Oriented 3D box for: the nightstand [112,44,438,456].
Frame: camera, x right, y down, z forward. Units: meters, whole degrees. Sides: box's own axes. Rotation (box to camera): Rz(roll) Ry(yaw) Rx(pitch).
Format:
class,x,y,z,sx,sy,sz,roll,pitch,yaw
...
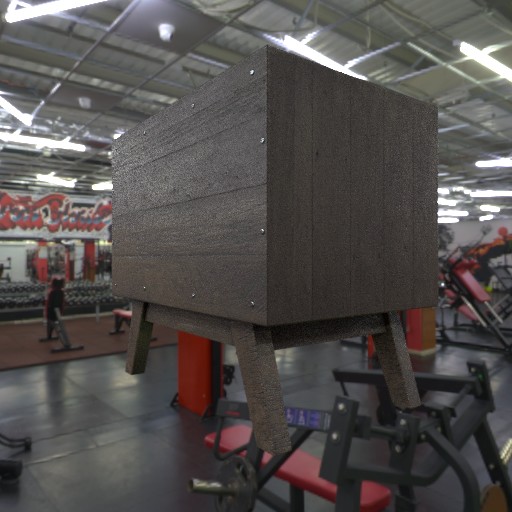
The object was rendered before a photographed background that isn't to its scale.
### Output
class,x,y,z,sx,sy,sz,roll,pitch,yaw
nightstand,0.000,0.000,1.020,0.450,0.599,0.650,0,0,-37
